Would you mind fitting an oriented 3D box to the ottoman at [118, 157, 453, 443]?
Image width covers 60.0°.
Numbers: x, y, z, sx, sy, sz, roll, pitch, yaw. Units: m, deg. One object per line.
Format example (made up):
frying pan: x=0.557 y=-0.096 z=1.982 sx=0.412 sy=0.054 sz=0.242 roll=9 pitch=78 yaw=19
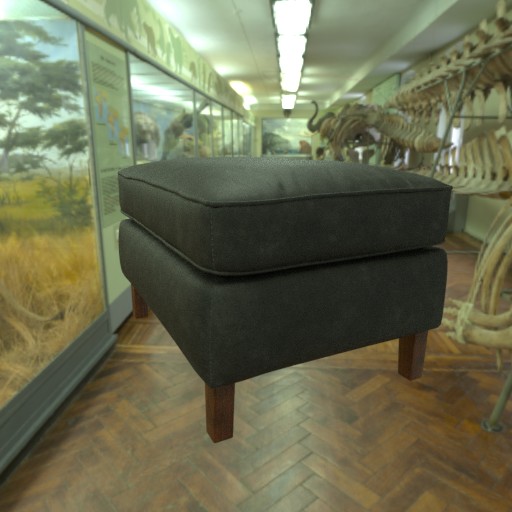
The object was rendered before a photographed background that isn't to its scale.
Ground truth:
ottoman: x=0.000 y=0.000 z=0.973 sx=0.501 sy=0.413 sz=0.665 roll=-7 pitch=16 yaw=-26
